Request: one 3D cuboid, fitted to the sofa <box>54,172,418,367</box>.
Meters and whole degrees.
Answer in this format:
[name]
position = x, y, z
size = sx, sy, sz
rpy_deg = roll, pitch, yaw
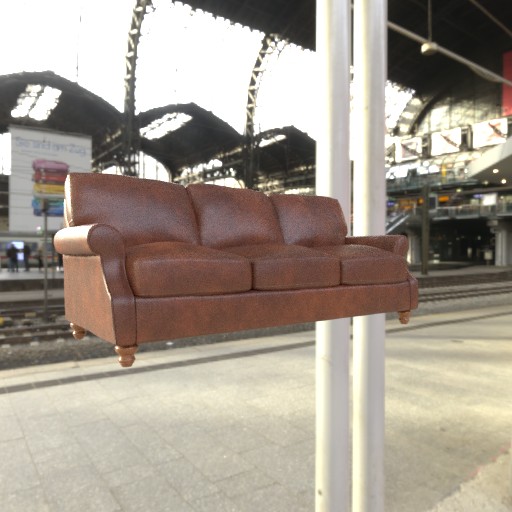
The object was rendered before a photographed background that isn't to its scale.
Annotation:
[sofa]
position = 0.000, 0.000, 2.899
size = 2.351, 0.977, 0.973
rpy_deg = 0, 0, -36
